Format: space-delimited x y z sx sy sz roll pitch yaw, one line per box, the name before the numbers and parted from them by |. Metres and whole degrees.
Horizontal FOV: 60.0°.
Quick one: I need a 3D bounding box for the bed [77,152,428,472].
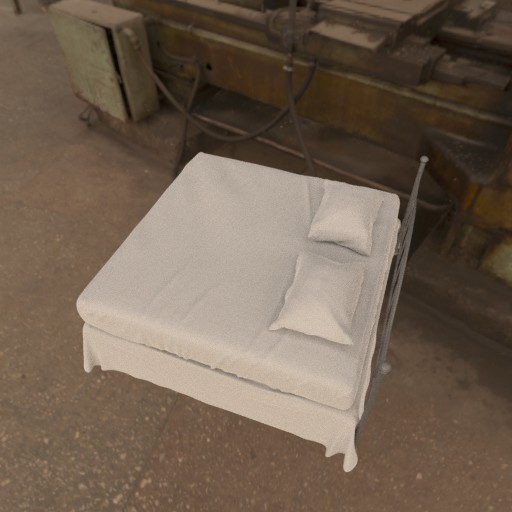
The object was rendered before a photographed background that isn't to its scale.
bed | 0.000 0.000 3.499 2.220 1.080 2.309 15 48 14
